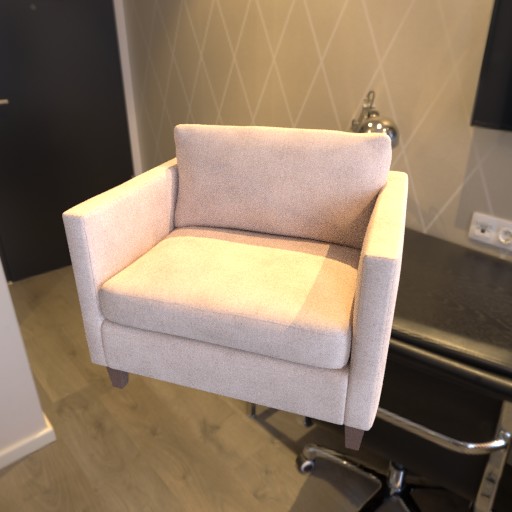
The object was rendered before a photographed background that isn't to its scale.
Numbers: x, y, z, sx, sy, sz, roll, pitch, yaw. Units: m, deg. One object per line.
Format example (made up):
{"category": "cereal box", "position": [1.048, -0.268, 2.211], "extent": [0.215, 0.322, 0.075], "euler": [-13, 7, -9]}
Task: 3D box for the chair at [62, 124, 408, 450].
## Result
{"category": "chair", "position": [0.000, 0.000, 1.841], "extent": [1.133, 0.961, 0.959], "euler": [8, 27, 17]}
